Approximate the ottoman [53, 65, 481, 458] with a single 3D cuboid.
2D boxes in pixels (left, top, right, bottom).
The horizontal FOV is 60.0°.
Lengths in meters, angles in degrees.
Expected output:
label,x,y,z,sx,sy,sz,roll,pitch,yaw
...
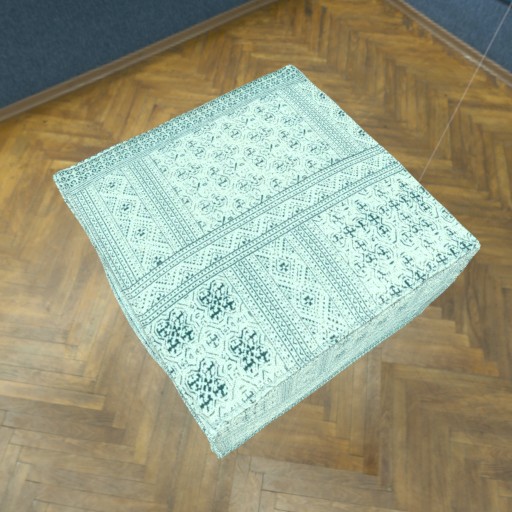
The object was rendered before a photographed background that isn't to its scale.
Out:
label,x,y,z,sx,sy,sz,roll,pitch,yaw
ottoman,0.000,0.000,1.025,0.626,0.439,0.617,-31,66,-15
